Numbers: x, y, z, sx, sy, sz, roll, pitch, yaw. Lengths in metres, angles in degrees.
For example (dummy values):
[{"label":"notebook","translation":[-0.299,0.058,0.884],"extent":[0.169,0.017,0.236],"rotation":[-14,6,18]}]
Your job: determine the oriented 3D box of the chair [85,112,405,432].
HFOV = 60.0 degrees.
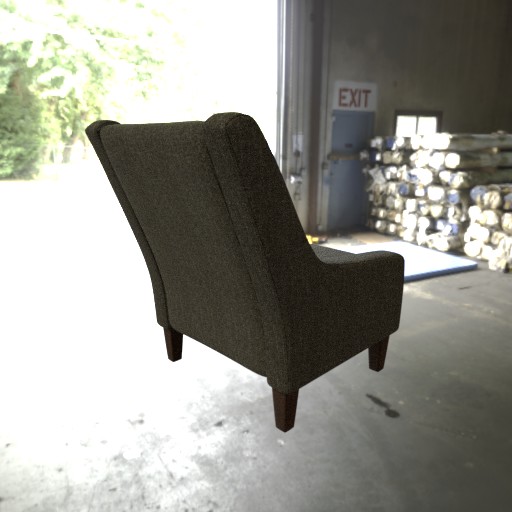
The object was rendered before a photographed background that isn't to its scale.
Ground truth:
[{"label":"chair","translation":[0.000,0.000,1.727],"extent":[0.944,1.012,0.793],"rotation":[-14,20,-42]}]
